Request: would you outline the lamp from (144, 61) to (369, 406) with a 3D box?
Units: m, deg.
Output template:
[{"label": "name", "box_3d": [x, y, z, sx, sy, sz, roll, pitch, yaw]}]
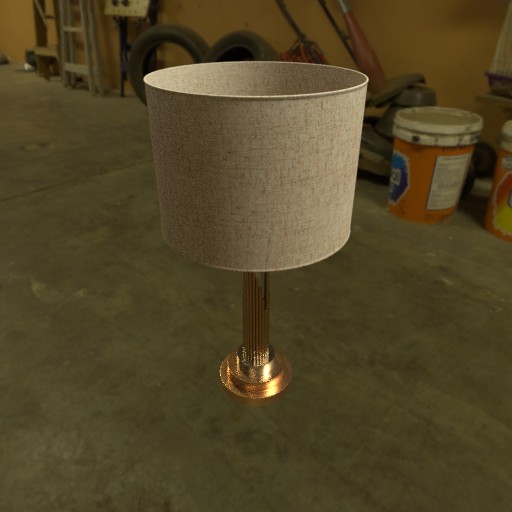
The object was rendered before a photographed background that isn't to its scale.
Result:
[{"label": "lamp", "box_3d": [0.000, 0.000, 0.800, 0.321, 0.610, 0.321, 0, 30, 0]}]
